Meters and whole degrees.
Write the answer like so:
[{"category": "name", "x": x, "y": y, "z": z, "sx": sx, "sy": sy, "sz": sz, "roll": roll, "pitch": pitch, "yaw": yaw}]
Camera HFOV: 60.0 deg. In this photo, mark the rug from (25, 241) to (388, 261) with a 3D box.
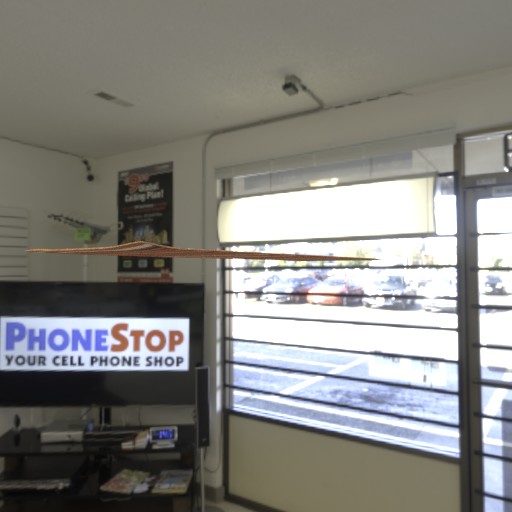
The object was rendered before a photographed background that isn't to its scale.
[{"category": "rug", "x": 0.000, "y": 0.000, "z": 2.731, "sx": 0.799, "sy": 0.030, "sz": 2.444, "roll": -1, "pitch": -2, "yaw": 36}]
